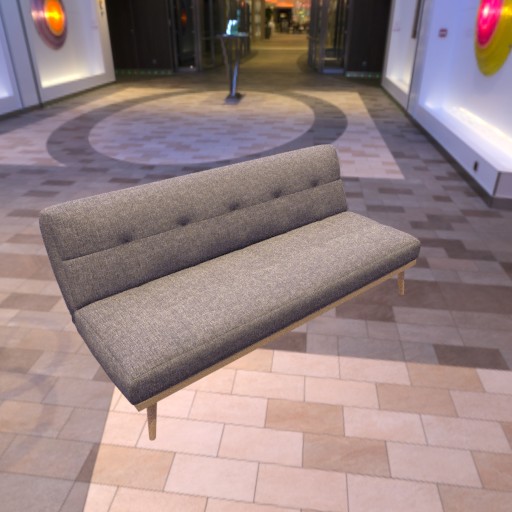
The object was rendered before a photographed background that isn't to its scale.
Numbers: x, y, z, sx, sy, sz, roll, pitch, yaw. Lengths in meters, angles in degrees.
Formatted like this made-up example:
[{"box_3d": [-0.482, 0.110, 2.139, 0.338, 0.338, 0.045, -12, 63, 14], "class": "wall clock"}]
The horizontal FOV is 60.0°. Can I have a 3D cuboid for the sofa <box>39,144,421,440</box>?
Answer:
[{"box_3d": [0.000, 0.000, 2.300, 1.820, 0.770, 0.820, -21, 35, -34], "class": "sofa"}]
